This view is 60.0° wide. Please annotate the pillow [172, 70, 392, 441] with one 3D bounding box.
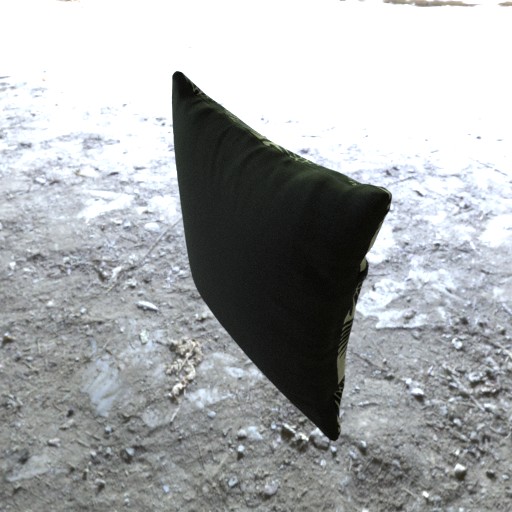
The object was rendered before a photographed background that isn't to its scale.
[{"bbox_3d":[0.000,0.000,0.668,0.139,0.432,0.432,-24,45,-26],"label":"pillow"}]
